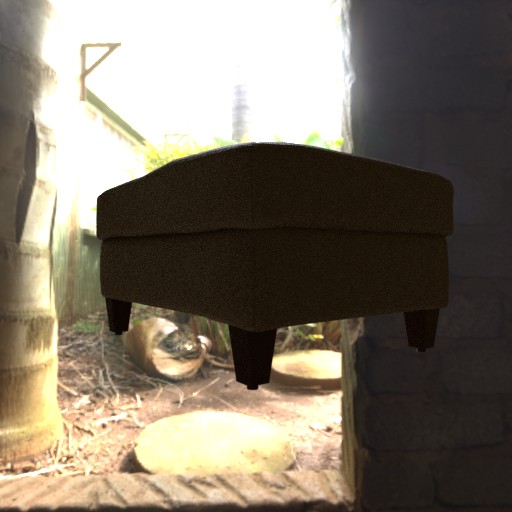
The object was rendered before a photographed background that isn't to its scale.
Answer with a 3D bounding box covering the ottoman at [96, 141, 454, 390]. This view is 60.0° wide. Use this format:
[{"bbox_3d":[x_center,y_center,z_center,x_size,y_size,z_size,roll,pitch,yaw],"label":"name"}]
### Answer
[{"bbox_3d":[0.000,0.000,1.314,0.692,0.511,0.889,0,0,-37],"label":"ottoman"}]
